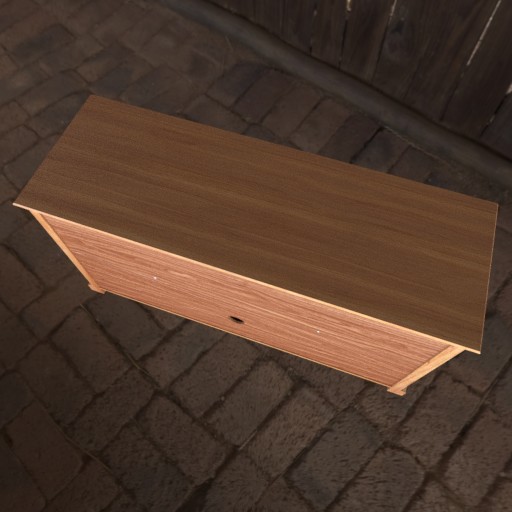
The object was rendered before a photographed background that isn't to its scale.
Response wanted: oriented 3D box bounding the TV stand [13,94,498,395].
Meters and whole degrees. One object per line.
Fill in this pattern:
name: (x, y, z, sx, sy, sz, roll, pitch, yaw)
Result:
TV stand: (0.000, 0.000, 1.404, 1.181, 0.607, 0.417, 17, 64, 9)
